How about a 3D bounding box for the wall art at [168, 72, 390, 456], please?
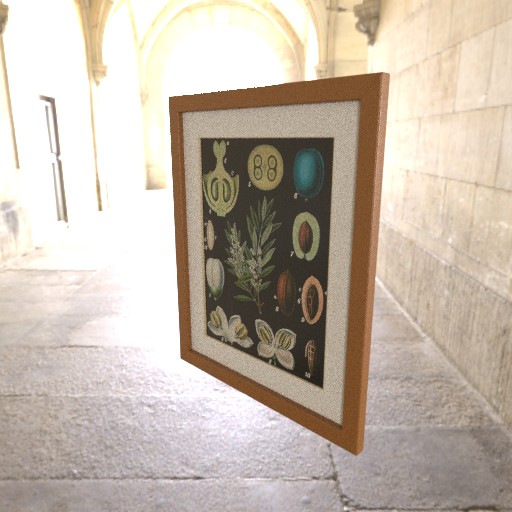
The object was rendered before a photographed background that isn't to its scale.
[{"bbox_3d":[0.000,0.000,0.768,0.449,0.550,0.021,14,20,42],"label":"wall art"}]
